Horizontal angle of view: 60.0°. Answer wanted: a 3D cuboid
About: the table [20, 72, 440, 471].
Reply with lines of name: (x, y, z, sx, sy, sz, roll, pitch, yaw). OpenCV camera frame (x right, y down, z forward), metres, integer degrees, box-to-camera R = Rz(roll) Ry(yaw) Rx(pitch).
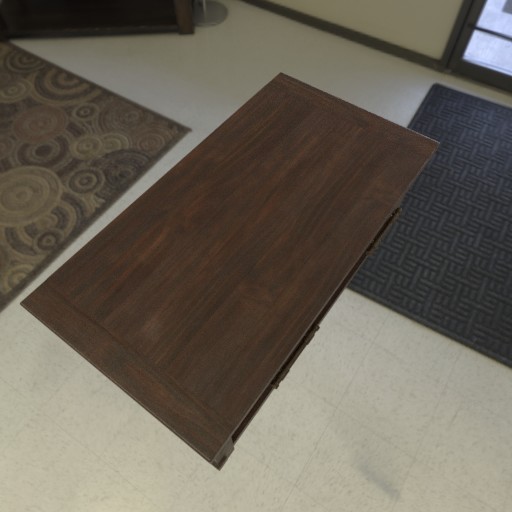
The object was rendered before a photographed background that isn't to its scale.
table: (0.000, 0.000, 1.591, 0.700, 0.494, 1.270, 32, 63, 18)
